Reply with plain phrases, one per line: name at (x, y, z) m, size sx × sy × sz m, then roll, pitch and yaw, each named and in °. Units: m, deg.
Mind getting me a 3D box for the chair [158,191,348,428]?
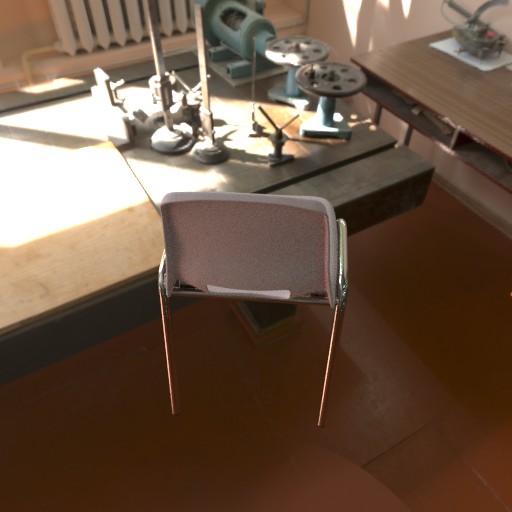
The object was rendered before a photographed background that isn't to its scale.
chair at (0.000, 0.000, 0.929) m, size 0.381 × 0.653 × 0.436 m, roll 4°, pitch 46°, yaw 3°
